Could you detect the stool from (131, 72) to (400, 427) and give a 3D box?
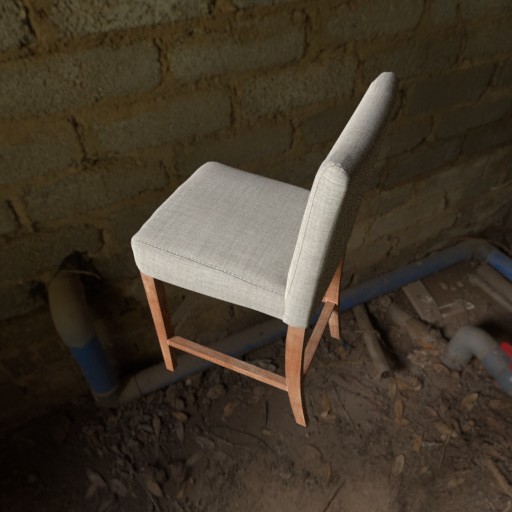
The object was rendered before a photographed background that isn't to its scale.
[{"bbox_3d":[0.000,0.000,1.325,0.567,1.039,0.454,18,49,17],"label":"stool"}]
